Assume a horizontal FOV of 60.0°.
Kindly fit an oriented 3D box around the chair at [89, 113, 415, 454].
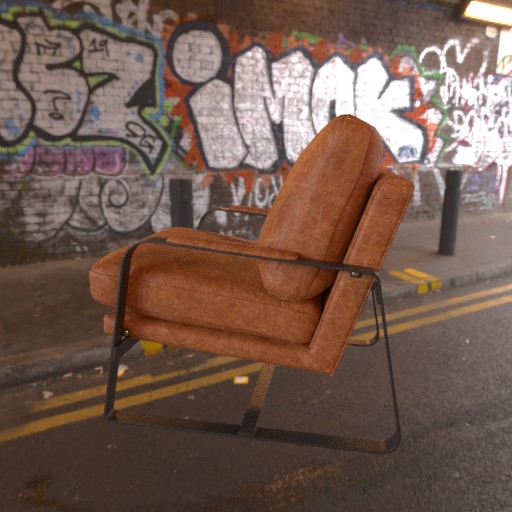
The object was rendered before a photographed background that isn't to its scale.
[{"bbox_3d":[0.000,0.000,1.324,0.801,0.777,0.651,2,13,10],"label":"chair"}]
